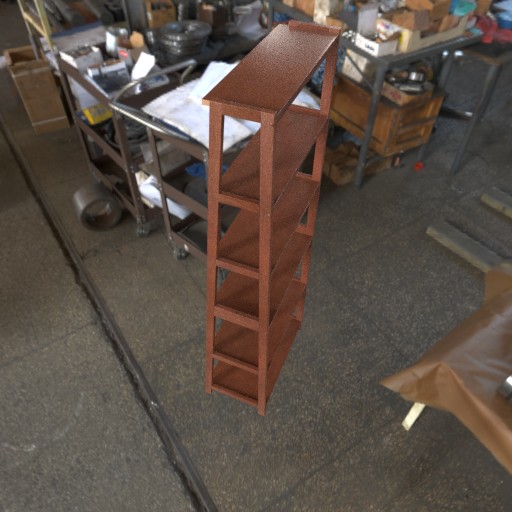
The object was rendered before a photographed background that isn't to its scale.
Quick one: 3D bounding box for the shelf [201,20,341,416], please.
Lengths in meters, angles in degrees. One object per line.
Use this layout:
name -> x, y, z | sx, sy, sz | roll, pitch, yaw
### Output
shelf -> 0.000, 0.000, 2.111 | 0.382, 1.892, 0.660 | 17, 49, 15
